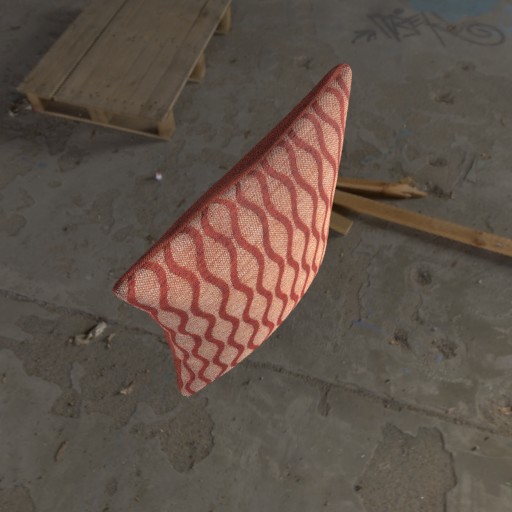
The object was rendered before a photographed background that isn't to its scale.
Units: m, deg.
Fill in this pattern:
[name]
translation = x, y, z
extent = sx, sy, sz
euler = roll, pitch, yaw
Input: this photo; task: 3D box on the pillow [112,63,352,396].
[pillow]
translation = 0.000, 0.000, 0.689
extent = 0.159, 0.434, 0.429
euler = 32, 64, 18
